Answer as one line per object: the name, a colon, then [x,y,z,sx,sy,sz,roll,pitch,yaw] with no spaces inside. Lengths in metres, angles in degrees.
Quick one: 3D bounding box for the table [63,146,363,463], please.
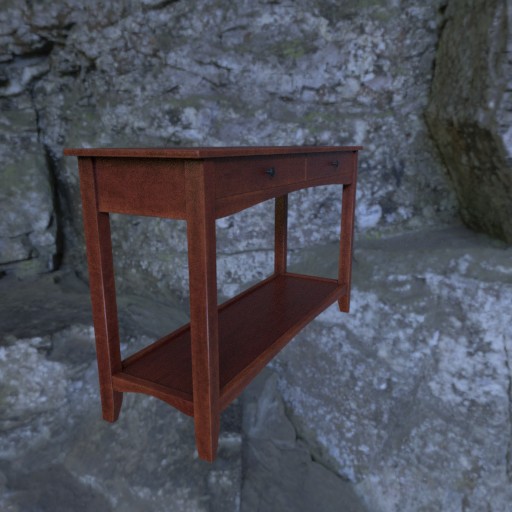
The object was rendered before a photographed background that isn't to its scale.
table: [0.000,0.000,1.548,0.392,0.739,1.188,8,16,27]
